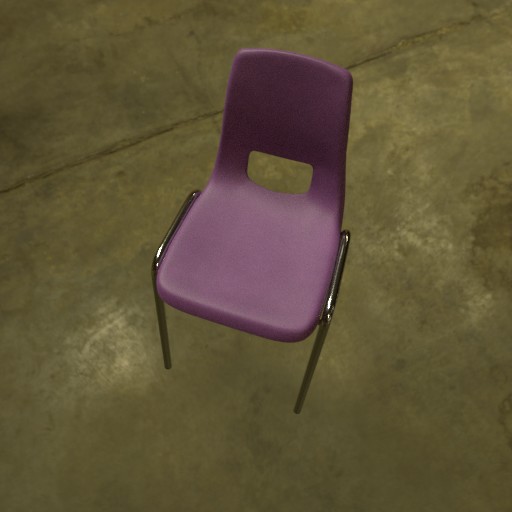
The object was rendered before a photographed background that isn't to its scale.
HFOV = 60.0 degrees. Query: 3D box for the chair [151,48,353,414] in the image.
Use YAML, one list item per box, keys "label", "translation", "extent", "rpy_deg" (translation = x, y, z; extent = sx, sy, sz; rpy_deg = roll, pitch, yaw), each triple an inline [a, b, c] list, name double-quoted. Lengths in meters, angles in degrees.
- label: "chair"
  translation: [0.000, 0.000, 0.967]
  extent: [0.381, 0.704, 0.432]
  rpy_deg: [16, 61, 9]
